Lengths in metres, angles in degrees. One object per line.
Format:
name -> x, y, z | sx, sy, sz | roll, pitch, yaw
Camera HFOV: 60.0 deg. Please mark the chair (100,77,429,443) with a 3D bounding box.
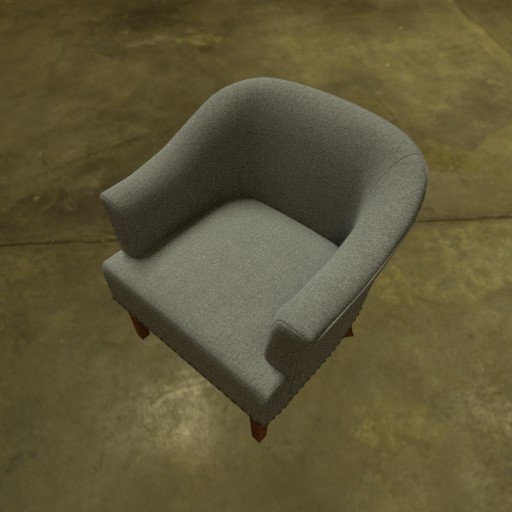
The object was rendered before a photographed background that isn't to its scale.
chair -> 0.000, 0.000, 1.407 | 0.798, 0.815, 0.704 | 32, 54, 27
